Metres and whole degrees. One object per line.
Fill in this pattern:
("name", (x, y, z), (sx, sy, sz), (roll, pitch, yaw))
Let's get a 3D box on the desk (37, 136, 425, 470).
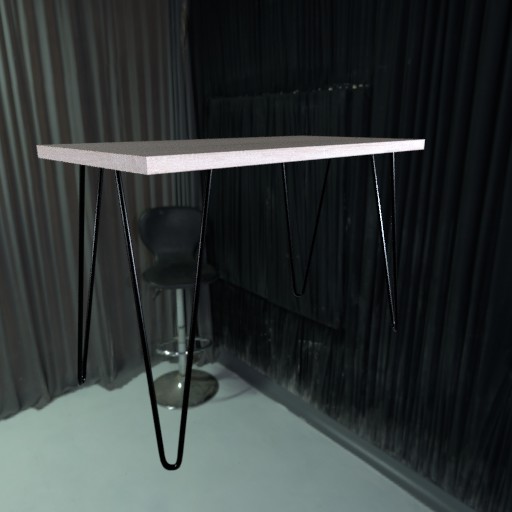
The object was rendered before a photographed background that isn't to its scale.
("desk", (0.000, 0.000, 1.324), (0.991, 0.660, 0.499), (-16, 23, -42))
